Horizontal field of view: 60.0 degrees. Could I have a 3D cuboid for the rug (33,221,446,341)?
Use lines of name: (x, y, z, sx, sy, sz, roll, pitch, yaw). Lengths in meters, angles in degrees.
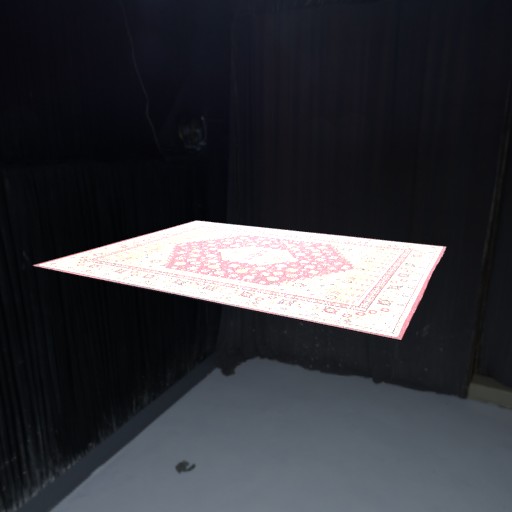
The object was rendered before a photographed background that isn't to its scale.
rug: (0.000, 0.000, 4.100, 3.053, 0.013, 2.387, 8, 17, 27)
